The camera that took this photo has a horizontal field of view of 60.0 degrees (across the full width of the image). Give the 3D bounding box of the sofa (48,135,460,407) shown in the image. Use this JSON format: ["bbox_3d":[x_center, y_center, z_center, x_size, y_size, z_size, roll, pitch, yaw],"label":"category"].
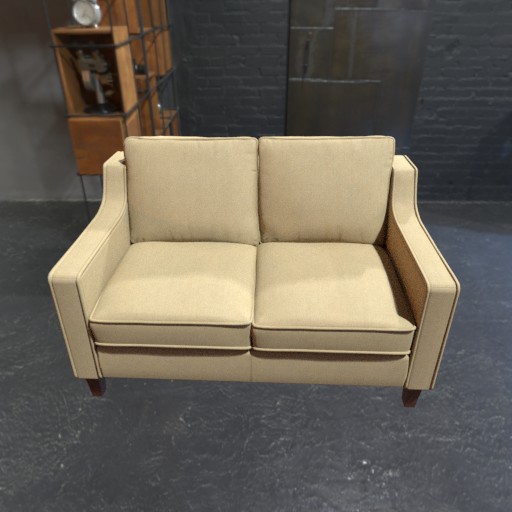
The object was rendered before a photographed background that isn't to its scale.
[{"bbox_3d":[0.000,0.000,2.077,1.501,0.971,0.987,1,31,2],"label":"sofa"}]
